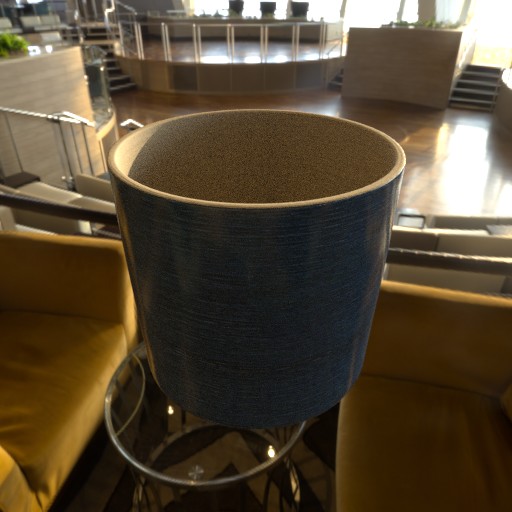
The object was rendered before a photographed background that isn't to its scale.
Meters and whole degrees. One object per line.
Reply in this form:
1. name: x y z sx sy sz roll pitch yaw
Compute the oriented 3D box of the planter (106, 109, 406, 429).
1. planter: 0.000 0.000 0.394 0.221 0.201 0.221 0 32 0
